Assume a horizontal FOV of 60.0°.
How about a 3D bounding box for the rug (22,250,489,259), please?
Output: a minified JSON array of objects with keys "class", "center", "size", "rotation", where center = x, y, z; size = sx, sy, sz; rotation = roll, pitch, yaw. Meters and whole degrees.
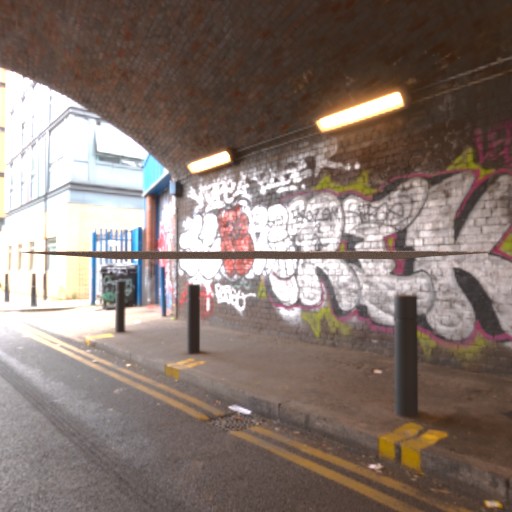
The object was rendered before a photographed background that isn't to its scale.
[{"class":"rug","center":[0.000,0.000,2.213],"size":[1.754,0.010,1.148],"rotation":[0,-2,0]}]
